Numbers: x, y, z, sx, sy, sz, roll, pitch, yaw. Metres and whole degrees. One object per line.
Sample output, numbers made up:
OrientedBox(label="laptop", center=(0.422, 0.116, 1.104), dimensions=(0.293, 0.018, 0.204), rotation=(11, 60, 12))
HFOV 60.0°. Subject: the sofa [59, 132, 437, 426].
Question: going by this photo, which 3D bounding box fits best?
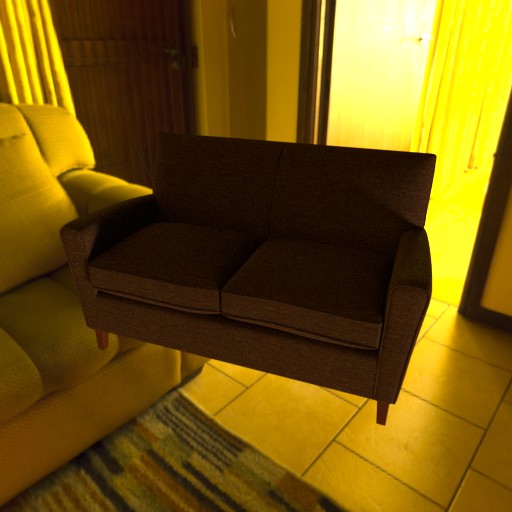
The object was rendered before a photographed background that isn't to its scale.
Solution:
OrientedBox(label="sofa", center=(0.000, 0.000, 2.068), dimensions=(1.509, 0.905, 0.867), rotation=(9, 28, 18))
